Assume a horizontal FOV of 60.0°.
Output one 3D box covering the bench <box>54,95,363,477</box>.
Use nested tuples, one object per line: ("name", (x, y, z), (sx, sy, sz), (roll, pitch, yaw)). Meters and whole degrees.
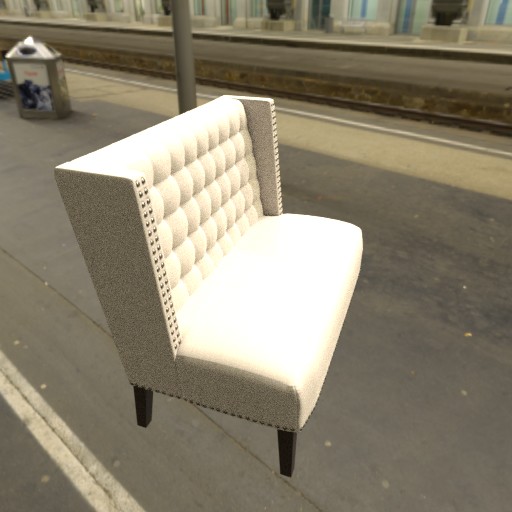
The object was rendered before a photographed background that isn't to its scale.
("bench", (0.000, 0.000, 1.993), (0.847, 1.123, 1.280), (11, 32, 18))
